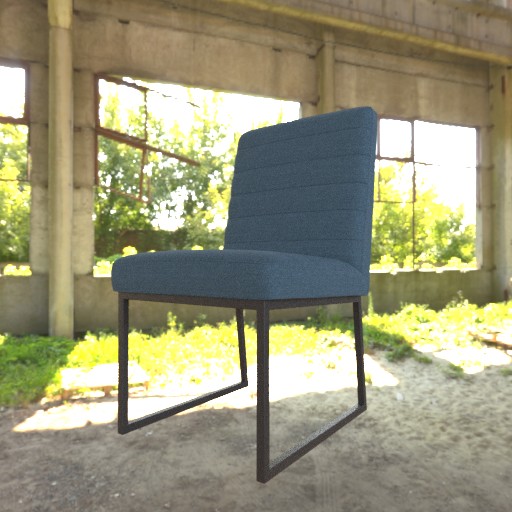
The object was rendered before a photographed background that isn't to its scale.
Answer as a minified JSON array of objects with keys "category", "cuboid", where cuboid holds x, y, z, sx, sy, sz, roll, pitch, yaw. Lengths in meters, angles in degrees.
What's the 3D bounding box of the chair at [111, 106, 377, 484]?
[{"category":"chair","cuboid":[0.000,0.000,1.275,0.520,0.930,0.634,-1,-1,35]}]
